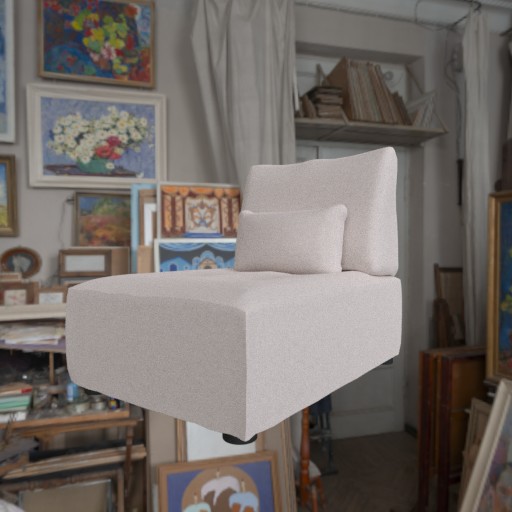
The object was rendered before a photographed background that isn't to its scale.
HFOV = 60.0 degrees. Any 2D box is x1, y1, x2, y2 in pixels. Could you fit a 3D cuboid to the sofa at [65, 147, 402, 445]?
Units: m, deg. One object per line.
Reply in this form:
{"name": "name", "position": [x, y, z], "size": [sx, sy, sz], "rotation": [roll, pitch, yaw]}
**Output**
{"name": "sofa", "position": [0.000, 0.000, 1.533], "size": [0.700, 0.820, 1.000], "rotation": [1, 1, 37]}
